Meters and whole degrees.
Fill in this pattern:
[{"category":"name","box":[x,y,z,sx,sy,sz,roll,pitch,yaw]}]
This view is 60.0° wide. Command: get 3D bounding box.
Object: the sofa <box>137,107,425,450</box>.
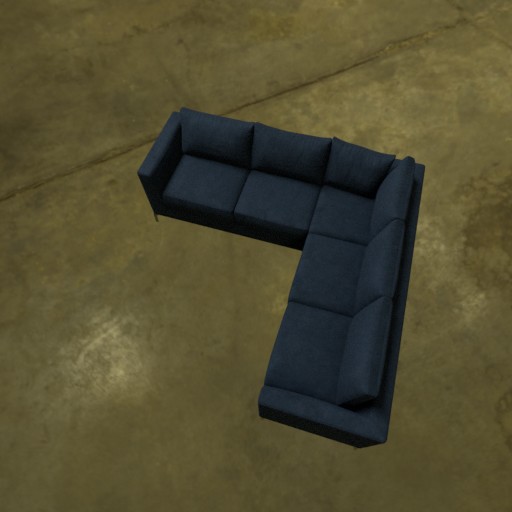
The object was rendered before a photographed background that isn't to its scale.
[{"category":"sofa","box":[0.000,0.000,3.804,2.472,0.988,2.463,15,60,9]}]
